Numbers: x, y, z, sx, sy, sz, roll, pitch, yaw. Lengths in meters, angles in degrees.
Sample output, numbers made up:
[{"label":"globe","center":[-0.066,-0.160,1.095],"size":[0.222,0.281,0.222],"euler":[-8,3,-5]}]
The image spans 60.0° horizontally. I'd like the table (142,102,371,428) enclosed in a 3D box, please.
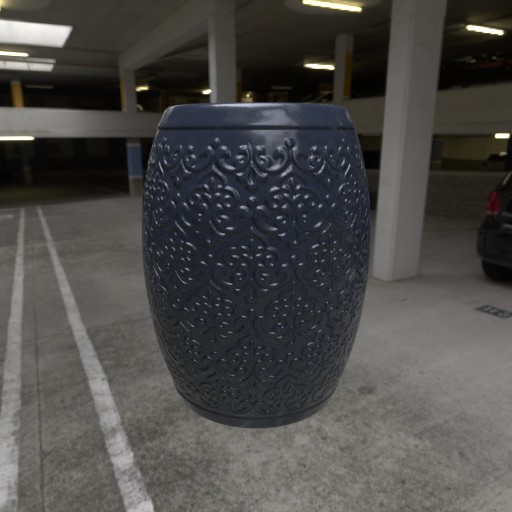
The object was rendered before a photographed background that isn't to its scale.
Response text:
[{"label":"table","center":[0.000,0.000,0.623],"size":[0.309,0.397,0.309],"euler":[0,16,0]}]
